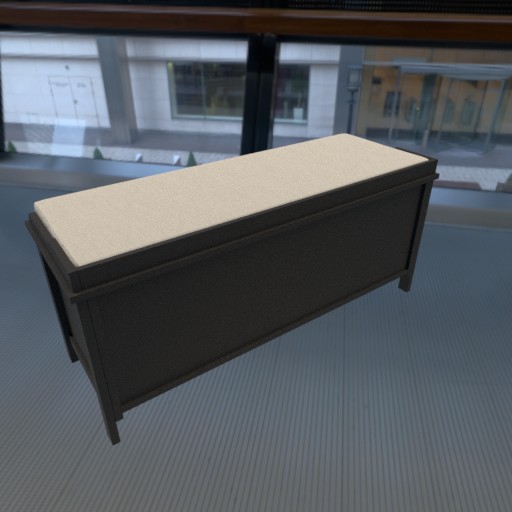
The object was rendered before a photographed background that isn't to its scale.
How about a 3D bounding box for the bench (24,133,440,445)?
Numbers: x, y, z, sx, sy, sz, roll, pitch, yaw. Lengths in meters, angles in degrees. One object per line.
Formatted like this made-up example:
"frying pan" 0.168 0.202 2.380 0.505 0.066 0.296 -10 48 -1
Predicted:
"bench" 0.000 0.000 1.357 1.140 0.501 0.398 -20 36 -30
